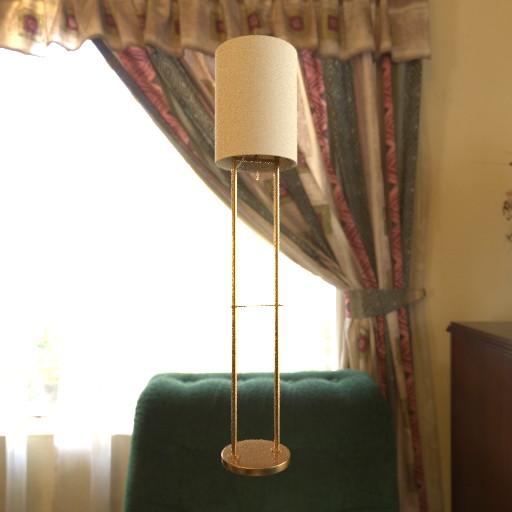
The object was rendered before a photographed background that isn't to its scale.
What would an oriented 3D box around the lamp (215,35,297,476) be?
[{"bbox_3d":[0.000,0.000,1.646,0.306,1.500,0.305,0,-1,-18],"label":"lamp"}]
